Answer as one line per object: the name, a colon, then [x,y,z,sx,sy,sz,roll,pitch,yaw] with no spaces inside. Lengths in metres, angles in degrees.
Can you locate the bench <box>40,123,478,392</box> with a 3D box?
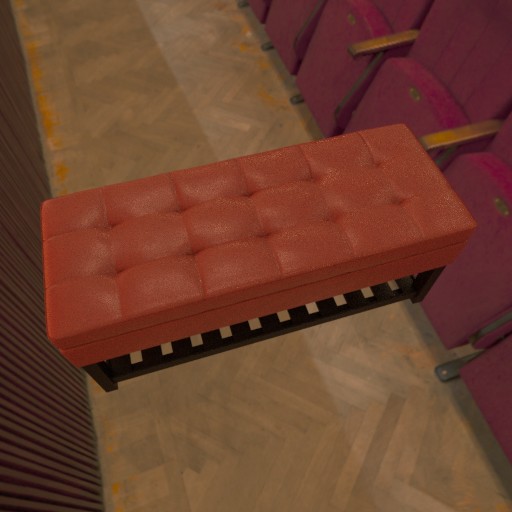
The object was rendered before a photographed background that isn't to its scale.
bench: [0.000,0.000,1.353,1.105,0.460,0.432,-14,58,-9]
